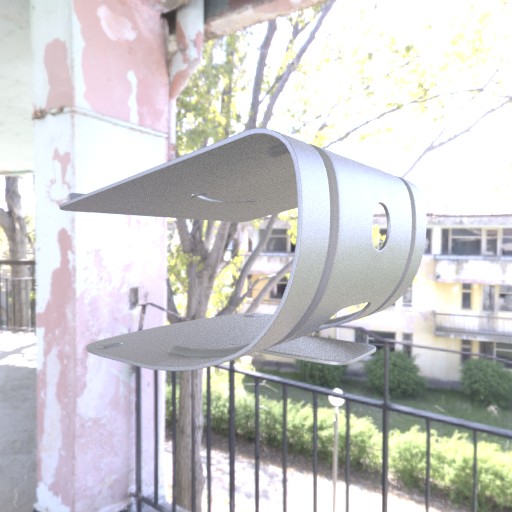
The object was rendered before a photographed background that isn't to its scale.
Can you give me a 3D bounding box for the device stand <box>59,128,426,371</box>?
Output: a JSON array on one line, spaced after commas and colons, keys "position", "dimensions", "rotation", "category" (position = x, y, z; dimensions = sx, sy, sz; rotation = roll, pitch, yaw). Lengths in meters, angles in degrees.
[{"position": [0.000, 0.000, 0.405], "dimensions": [0.236, 0.155, 0.256], "rotation": [1, 2, 37], "category": "device stand"}]
